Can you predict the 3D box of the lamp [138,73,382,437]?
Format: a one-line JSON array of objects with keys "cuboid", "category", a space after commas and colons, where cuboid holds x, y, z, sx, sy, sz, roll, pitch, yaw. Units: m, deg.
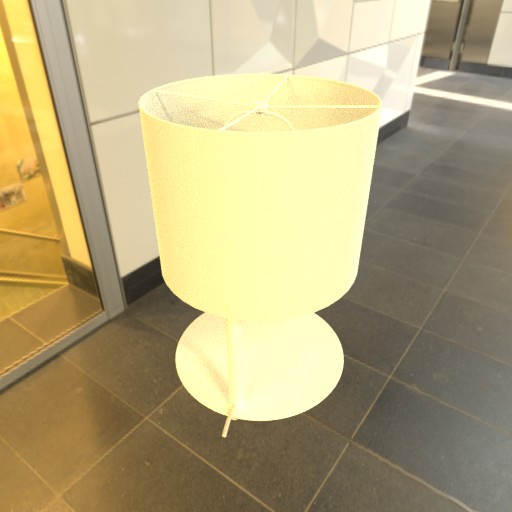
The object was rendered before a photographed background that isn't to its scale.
[{"cuboid": [0.000, 0.000, 0.665, 0.299, 0.454, 0.341, 9, 34, 14], "category": "lamp"}]
